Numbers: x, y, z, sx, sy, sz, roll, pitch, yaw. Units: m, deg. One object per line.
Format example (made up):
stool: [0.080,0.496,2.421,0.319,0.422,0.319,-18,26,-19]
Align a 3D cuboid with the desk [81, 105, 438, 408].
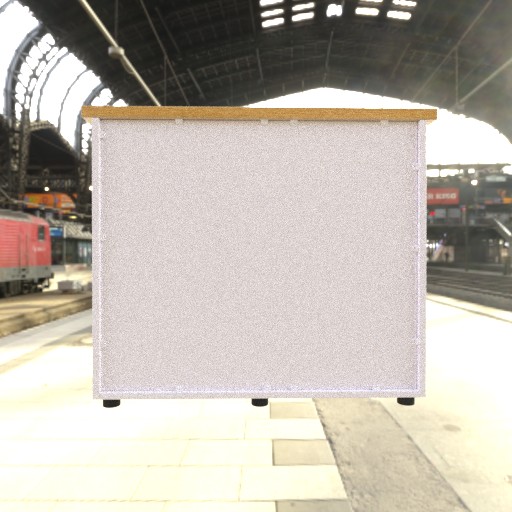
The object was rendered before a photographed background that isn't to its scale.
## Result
desk: [0.000,0.000,1.705,0.900,0.760,1.170,0,0,-1]
